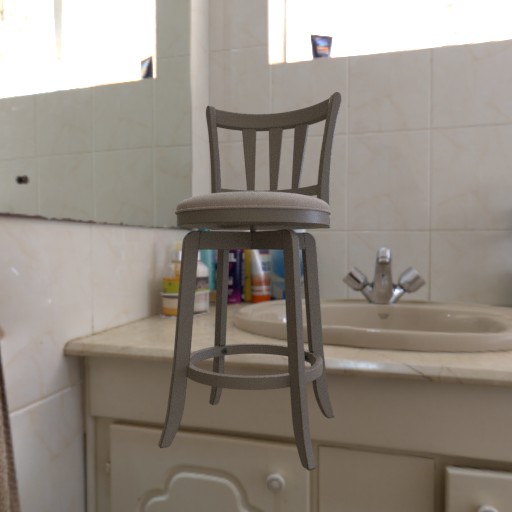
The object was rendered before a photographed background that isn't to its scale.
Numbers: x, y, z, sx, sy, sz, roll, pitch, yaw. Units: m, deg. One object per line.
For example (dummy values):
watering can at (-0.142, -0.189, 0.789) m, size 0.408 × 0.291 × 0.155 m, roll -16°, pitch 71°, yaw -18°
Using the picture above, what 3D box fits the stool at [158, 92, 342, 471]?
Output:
stool at (0.000, 0.000, 1.281) m, size 0.450 × 0.994 × 0.486 m, roll 0°, pitch 1°, yaw 17°
